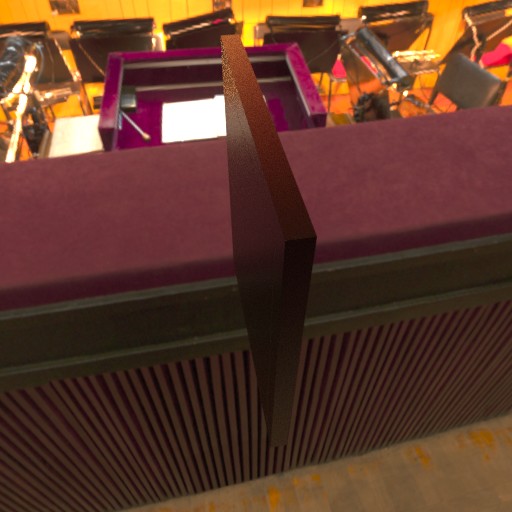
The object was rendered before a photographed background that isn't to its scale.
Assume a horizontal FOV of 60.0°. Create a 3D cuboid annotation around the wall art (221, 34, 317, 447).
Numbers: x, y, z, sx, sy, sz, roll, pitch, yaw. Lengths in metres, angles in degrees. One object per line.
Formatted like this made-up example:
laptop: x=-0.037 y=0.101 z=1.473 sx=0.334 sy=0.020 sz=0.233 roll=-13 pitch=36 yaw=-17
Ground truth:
wall art: x=0.000 y=0.000 z=0.770 sx=0.031 sy=0.558 sz=0.461 roll=-8 pitch=49 yaw=-7
